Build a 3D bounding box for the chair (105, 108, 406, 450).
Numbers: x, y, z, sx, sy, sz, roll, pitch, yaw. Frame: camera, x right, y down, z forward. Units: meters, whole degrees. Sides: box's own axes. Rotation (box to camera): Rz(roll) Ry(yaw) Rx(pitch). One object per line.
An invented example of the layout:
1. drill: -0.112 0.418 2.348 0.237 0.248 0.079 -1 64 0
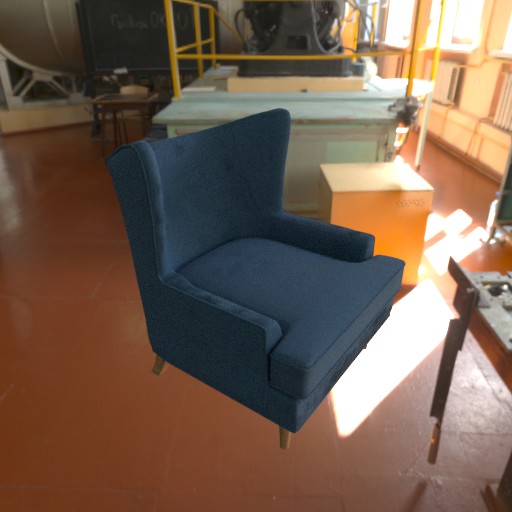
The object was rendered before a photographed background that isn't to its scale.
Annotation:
1. chair: 0.000 0.000 1.670 0.910 0.952 0.793 19 33 32
